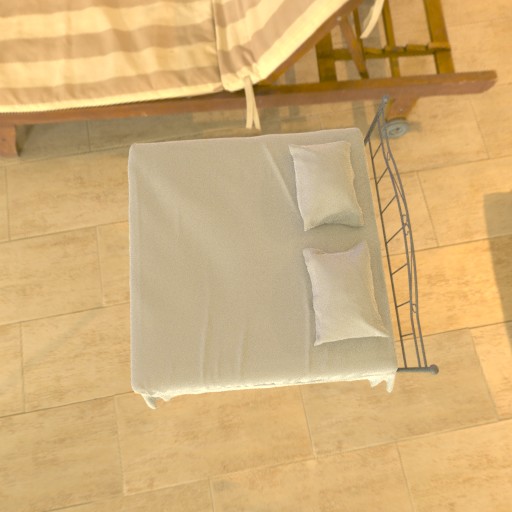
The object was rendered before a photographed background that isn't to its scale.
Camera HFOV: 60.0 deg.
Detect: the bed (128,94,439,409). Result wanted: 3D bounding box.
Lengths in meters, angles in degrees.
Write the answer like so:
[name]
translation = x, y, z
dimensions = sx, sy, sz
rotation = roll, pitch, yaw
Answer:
[bed]
translation = 0.000, 0.000, 3.539
dimensions = 2.220, 1.080, 2.309
rotation = -4, 75, -1
